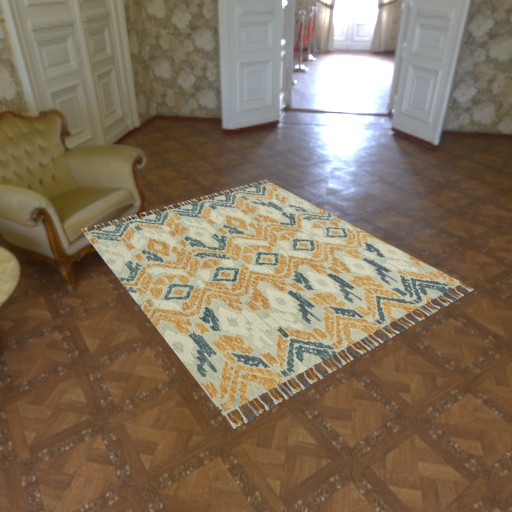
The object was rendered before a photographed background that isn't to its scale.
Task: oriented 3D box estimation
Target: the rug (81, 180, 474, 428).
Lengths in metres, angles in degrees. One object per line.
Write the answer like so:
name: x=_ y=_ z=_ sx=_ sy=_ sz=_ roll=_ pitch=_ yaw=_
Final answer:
rug: x=0.000 y=0.000 z=4.258 sx=2.439 sy=0.010 sz=3.048 roll=-20 pitch=37 yaw=-29
